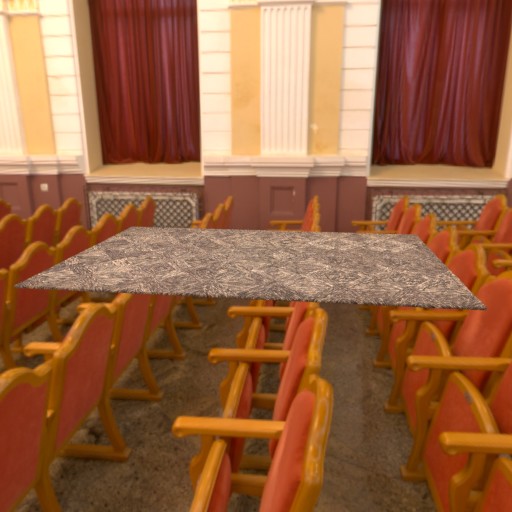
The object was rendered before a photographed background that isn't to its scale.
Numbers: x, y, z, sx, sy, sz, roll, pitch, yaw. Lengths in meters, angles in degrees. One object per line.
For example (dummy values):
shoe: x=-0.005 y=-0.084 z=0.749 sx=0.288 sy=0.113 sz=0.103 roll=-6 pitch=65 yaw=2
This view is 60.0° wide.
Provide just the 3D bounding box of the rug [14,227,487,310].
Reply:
rug: x=0.000 y=0.000 z=2.229 sx=1.808 sy=0.011 sz=1.189 roll=2 pitch=16 yaw=7
